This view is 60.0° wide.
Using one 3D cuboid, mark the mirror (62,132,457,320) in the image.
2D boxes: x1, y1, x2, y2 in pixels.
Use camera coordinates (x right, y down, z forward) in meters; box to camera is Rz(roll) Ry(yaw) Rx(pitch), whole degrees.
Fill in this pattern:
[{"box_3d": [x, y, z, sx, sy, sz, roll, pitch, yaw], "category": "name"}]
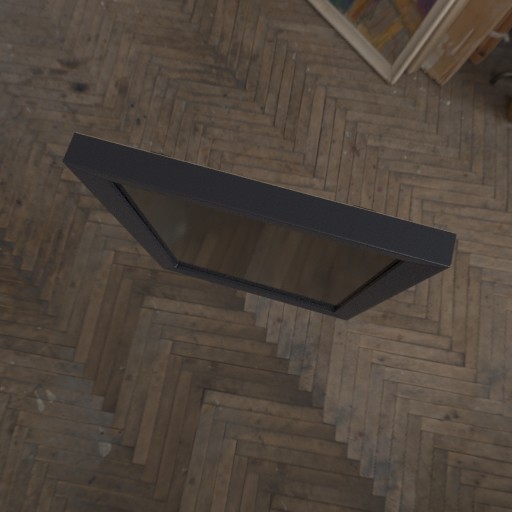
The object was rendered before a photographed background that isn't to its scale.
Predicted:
[{"box_3d": [0.000, 0.000, 0.695, 0.405, 0.508, 0.041, 16, 76, 4], "category": "mirror"}]
